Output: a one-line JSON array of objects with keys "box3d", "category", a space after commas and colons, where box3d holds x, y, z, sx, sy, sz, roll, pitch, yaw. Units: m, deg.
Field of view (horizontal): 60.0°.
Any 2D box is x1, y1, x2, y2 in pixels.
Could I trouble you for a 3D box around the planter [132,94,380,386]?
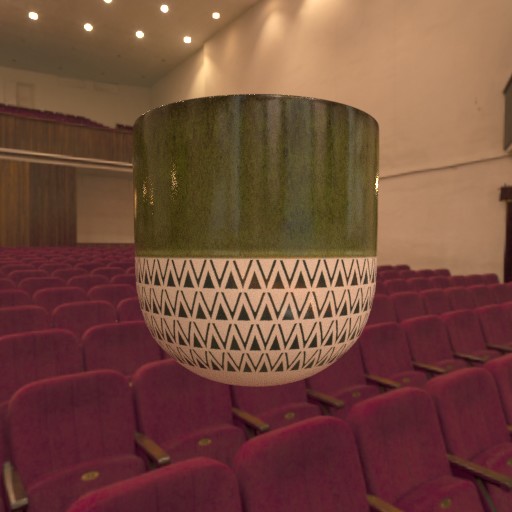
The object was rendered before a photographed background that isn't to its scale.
[{"box3d": [0.000, 0.000, 0.497, 0.266, 0.270, 0.266, 0, 1, 0], "category": "planter"}]
